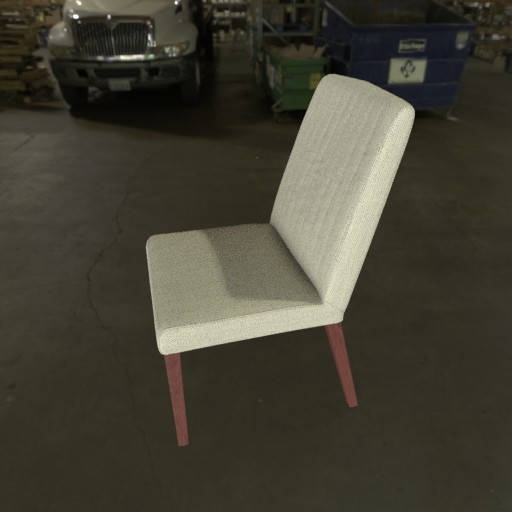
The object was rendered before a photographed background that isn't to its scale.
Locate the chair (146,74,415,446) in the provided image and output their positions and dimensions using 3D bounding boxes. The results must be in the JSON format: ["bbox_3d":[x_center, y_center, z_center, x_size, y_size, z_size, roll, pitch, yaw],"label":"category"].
[{"bbox_3d":[0.000,0.000,1.244,0.594,0.900,0.480,-8,32,-13],"label":"chair"}]
